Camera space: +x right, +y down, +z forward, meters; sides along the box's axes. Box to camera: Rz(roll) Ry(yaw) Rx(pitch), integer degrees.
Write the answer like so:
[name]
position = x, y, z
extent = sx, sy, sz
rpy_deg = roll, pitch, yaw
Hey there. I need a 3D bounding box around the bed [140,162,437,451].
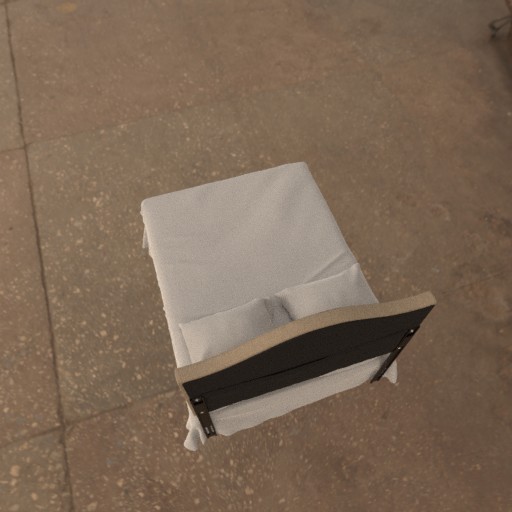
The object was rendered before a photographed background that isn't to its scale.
[bed]
position = 0.000, 0.000, 3.553
extent = 1.876, 1.645, 2.221
rpy_deg = -15, 59, -10
